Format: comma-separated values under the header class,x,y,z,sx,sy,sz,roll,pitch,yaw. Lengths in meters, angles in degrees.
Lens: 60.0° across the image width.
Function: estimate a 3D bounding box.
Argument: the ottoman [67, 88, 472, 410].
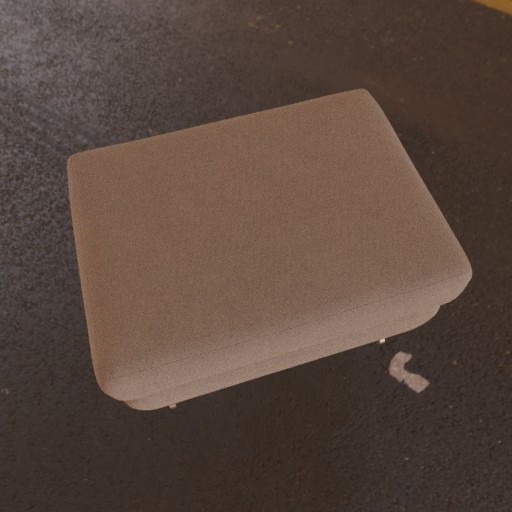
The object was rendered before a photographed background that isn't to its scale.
class,x,y,z,sx,sy,sz,roll,pitch,yaw
ottoman,0.000,0.000,1.124,0.773,0.504,0.569,-15,64,-8
